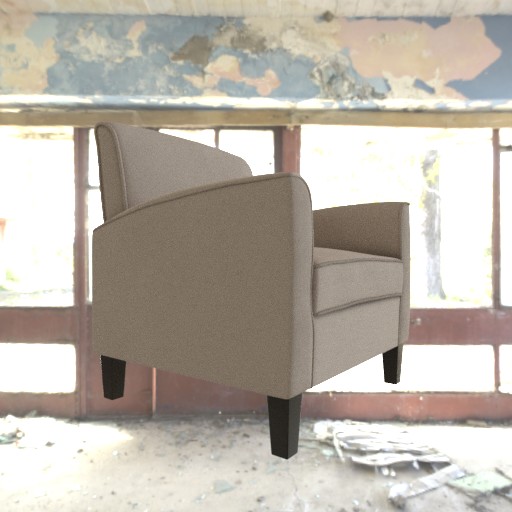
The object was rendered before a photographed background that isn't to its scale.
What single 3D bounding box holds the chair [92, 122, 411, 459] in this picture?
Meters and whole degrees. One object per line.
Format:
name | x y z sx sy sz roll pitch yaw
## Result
chair | 0.000 0.000 1.524 0.820 0.915 0.820 1 1 37
